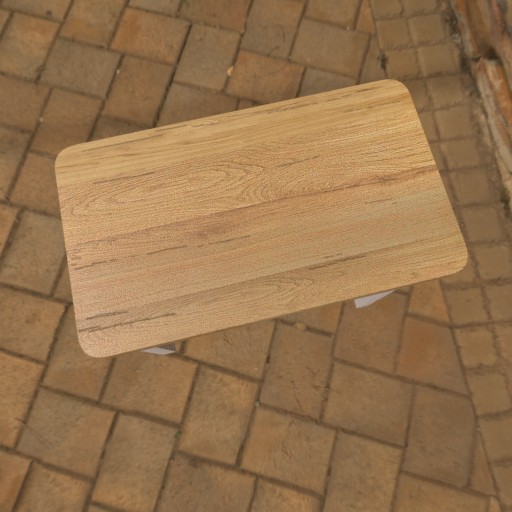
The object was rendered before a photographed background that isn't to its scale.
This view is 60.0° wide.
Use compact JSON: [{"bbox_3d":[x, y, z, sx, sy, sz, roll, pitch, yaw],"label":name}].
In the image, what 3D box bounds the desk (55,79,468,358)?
[{"bbox_3d":[0.000,0.000,1.266,0.760,0.790,0.440,-13,76,-3],"label":"desk"}]
